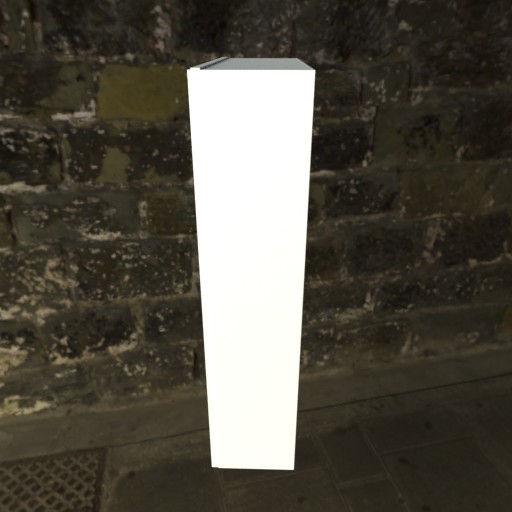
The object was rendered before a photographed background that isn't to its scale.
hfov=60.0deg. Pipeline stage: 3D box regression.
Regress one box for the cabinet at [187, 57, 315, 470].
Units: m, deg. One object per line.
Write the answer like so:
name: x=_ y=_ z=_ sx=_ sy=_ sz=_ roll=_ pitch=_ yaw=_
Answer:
cabinet: x=0.000 y=0.000 z=2.683 sx=0.480 sy=2.160 sz=1.250 roll=1 pitch=26 yaw=2
